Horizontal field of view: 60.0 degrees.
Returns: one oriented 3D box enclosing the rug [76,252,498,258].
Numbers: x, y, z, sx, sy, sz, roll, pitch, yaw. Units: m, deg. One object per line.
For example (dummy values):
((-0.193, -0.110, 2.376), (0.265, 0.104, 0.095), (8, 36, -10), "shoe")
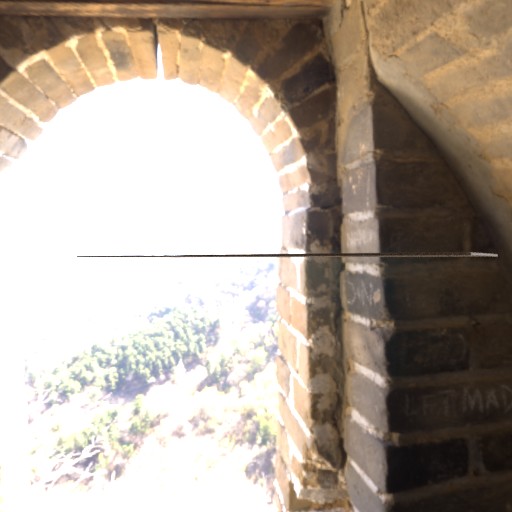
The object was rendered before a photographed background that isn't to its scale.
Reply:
((0.000, 0.000, 2.632), (2.452, 0.012, 0.775), (0, -1, 35), "rug")
